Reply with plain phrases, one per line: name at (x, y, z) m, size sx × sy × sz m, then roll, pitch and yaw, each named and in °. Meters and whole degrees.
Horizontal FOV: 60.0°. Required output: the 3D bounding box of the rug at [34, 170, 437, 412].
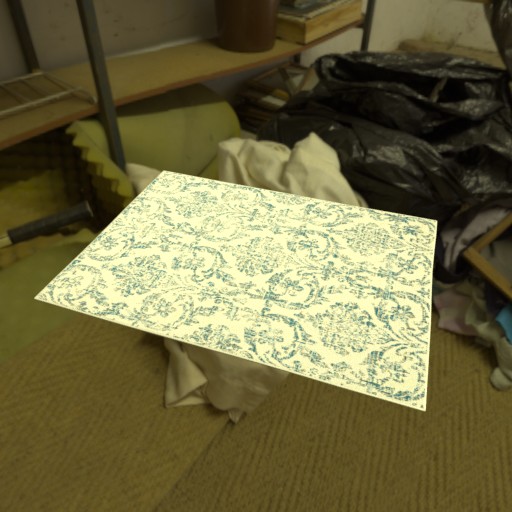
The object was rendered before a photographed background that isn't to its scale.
rug at (0.000, 0.000, 2.880) m, size 2.197 × 0.014 × 1.586 m, roll 13°, pitch 42°, yaw 14°
